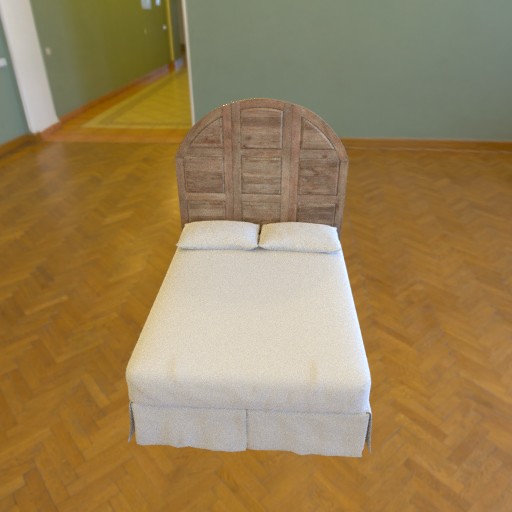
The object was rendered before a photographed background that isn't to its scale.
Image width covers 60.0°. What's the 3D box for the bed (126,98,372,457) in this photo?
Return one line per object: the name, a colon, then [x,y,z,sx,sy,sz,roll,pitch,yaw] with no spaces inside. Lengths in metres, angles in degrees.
bed: [0.000,0.000,3.492,1.713,2.002,2.112,2,30,3]
